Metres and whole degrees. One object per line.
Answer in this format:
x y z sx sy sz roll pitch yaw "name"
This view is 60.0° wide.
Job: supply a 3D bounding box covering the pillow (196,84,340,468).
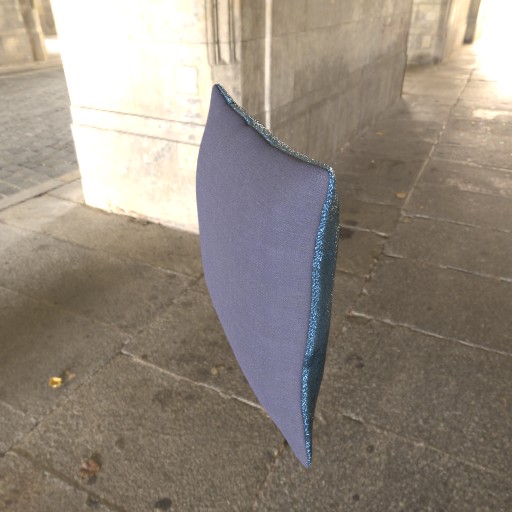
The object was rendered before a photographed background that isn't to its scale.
0.000 0.000 0.670 0.138 0.430 0.436 -10 32 -16 "pillow"
